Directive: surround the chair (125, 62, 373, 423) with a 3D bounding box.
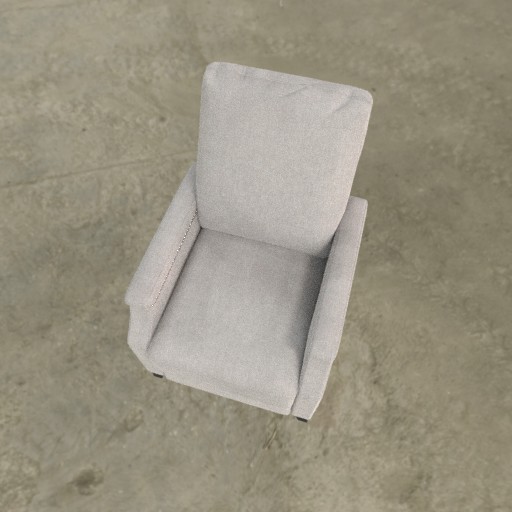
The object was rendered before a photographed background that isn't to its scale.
[{"bbox_3d":[0.000,0.000,1.644,0.710,1.049,0.922,14,60,8],"label":"chair"}]
